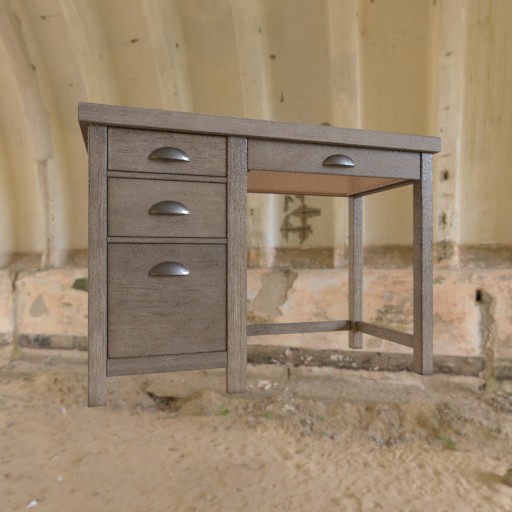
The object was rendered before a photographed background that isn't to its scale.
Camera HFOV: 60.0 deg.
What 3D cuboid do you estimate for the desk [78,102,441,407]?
[{"bbox_3d":[0.000,0.000,1.785,1.289,0.912,0.610,0,0,-17],"label":"desk"}]
